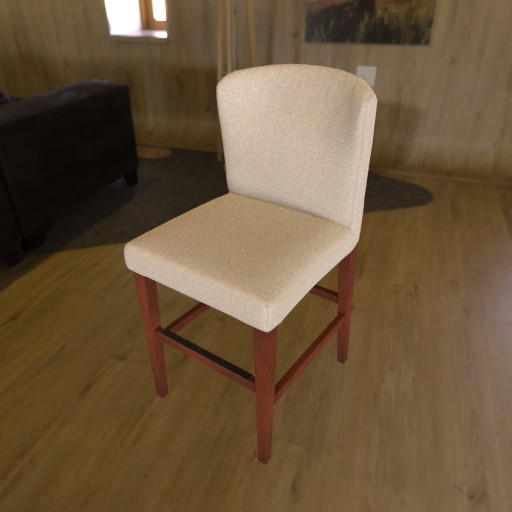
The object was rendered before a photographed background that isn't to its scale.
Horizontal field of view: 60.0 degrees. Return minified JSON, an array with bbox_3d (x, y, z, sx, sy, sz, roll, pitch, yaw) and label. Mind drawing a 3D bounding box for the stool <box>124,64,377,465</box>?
[{"bbox_3d":[0.000,0.000,1.282,0.479,0.968,0.568,20,36,30],"label":"stool"}]
